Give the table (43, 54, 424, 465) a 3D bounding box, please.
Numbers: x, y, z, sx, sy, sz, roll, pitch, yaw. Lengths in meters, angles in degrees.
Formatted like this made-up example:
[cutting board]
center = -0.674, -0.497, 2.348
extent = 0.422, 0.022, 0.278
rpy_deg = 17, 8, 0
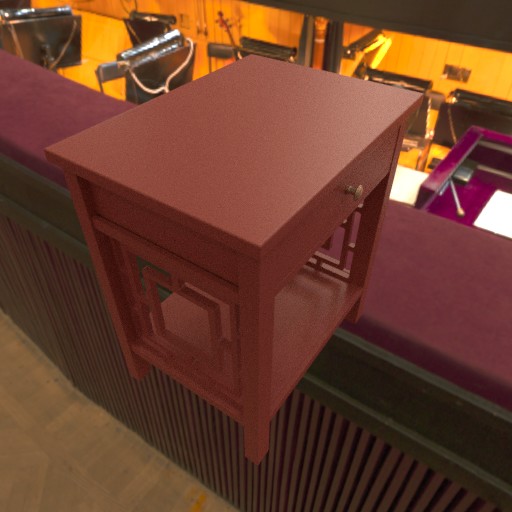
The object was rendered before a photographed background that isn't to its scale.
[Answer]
[table]
center = 0.000, 0.000, 1.055
extent = 0.451, 0.686, 0.599
rpy_deg = 25, 47, 25
